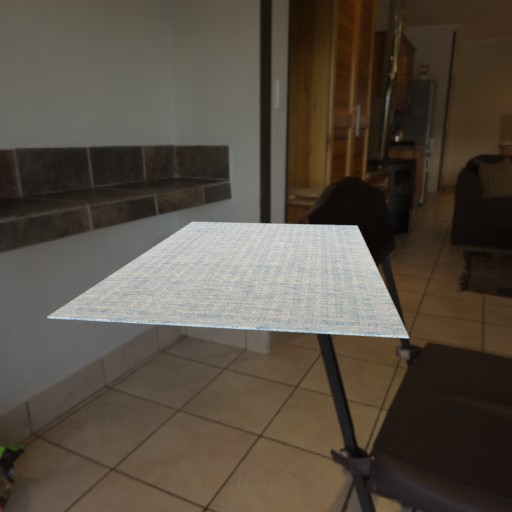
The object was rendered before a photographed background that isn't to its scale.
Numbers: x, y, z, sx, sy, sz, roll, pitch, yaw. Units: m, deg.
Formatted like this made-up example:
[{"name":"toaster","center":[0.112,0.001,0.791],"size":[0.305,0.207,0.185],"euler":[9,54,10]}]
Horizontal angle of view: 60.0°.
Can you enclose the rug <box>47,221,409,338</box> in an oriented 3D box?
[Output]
[{"name":"rug","center":[0.000,0.000,2.215],"size":[1.142,0.006,1.752],"euler":[2,15,7]}]
